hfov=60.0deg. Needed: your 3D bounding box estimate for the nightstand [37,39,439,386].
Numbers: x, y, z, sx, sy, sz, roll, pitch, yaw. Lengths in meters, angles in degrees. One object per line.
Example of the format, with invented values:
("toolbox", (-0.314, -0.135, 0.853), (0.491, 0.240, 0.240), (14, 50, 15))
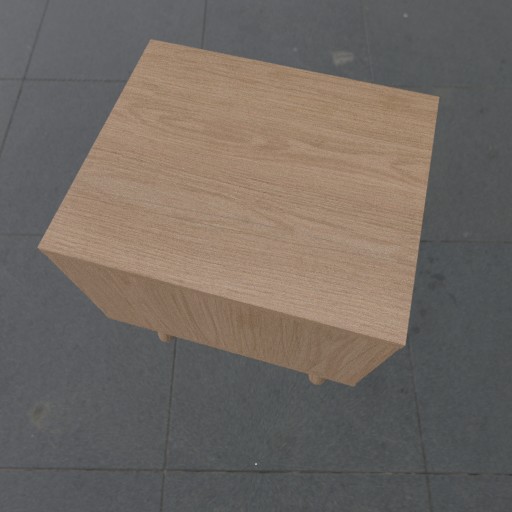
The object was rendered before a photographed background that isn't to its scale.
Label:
("nightstand", (0.000, 0.000, 0.853), (0.450, 0.571, 0.380), (14, 66, 7))
